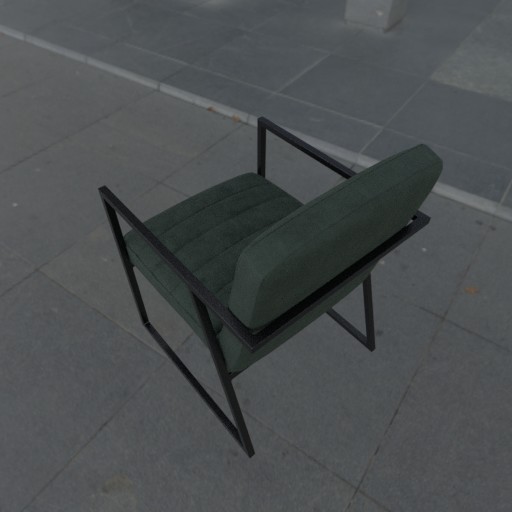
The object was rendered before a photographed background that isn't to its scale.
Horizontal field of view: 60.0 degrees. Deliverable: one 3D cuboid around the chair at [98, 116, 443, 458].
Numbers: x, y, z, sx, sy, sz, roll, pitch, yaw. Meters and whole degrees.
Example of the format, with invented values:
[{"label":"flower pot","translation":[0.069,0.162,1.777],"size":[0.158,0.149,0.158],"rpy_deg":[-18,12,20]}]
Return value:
[{"label":"chair","translation":[0.000,0.000,1.275],"size":[0.571,0.833,0.677],"rpy_deg":[-31,54,-26]}]
